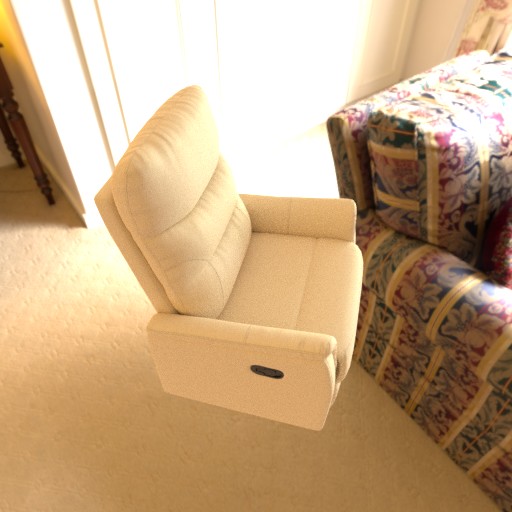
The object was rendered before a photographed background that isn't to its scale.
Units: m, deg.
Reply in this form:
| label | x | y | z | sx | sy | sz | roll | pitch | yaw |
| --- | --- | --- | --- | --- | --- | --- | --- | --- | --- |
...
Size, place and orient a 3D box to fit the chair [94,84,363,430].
| label | x | y | z | sx | sy | sz | roll | pitch | yaw |
| --- | --- | --- | --- | --- | --- | --- | --- | --- | --- |
| chair | 0.000 | 0.000 | 1.660 | 0.831 | 1.082 | 0.775 | 11 | 47 | 10 |
